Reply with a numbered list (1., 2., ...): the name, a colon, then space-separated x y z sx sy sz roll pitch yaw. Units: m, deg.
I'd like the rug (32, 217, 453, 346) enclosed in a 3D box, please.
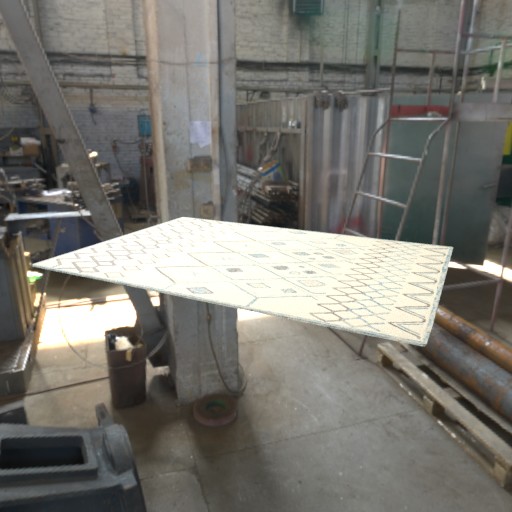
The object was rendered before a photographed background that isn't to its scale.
1. rug: 0.000 0.000 2.308 1.820 0.009 1.260 8 19 25
